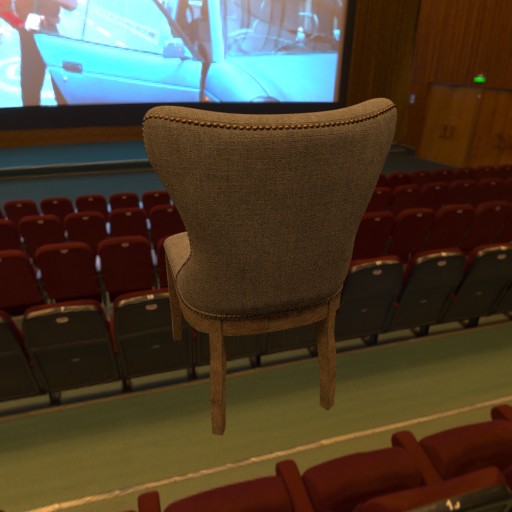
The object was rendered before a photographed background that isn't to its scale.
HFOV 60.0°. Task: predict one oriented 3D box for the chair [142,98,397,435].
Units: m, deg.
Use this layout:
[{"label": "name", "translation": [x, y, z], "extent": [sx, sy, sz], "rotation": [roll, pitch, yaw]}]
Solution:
[{"label": "chair", "translation": [0.000, 0.000, 1.449], "extent": [0.654, 1.002, 0.681], "rotation": [-7, 27, -15]}]
